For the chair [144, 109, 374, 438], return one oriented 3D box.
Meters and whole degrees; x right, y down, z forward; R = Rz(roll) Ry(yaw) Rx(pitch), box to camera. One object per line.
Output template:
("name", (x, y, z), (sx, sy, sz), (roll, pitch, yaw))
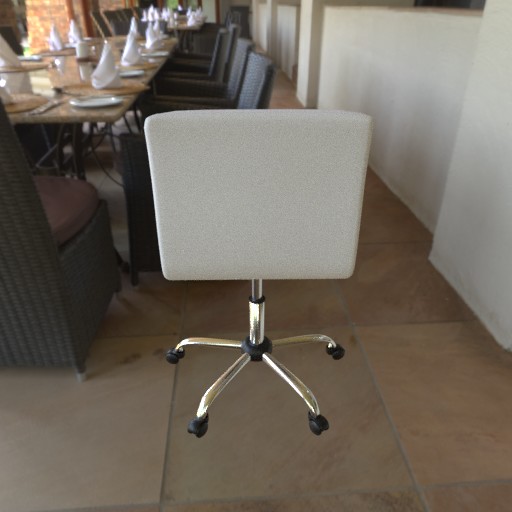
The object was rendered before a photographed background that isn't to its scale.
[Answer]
("chair", (0.000, 0.000, 1.064), (0.520, 0.750, 0.455), (0, 30, -1))
